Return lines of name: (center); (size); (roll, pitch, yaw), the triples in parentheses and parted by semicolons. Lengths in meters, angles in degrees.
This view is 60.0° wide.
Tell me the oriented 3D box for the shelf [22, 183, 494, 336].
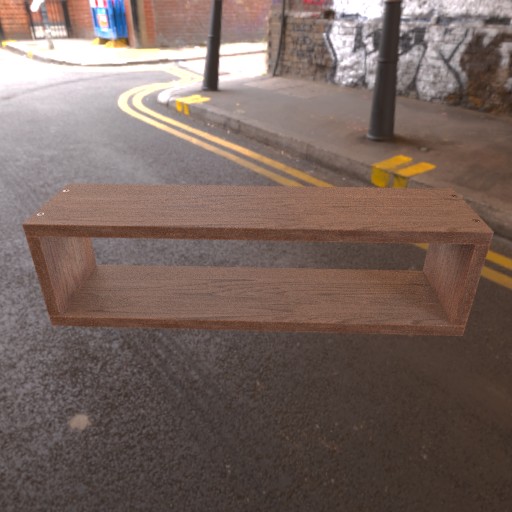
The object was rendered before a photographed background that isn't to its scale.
shelf: (0.000, 0.000, 0.680); (0.610, 0.170, 0.150); (1, 30, 2)
